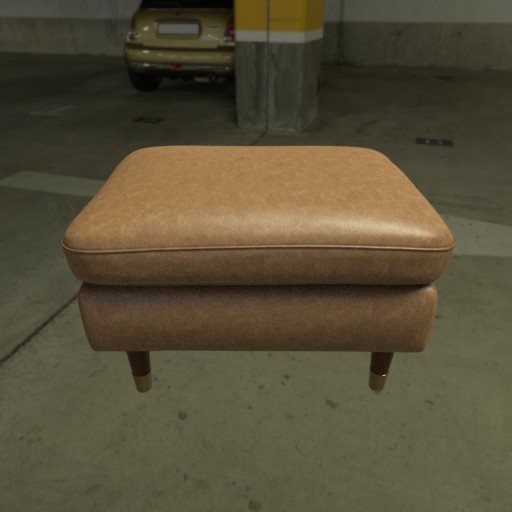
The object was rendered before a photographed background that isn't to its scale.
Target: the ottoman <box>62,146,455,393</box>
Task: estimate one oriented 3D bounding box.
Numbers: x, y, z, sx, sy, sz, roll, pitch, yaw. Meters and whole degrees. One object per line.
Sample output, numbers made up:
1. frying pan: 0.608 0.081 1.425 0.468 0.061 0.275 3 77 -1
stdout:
1. ottoman: 0.000 0.000 1.116 0.747 0.478 0.593 0 30 0
